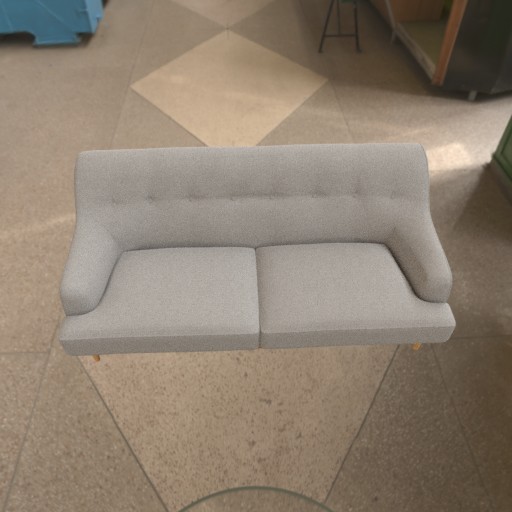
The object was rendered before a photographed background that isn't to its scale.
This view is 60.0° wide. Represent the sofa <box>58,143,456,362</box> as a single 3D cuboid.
[{"bbox_3d":[0.000,0.000,2.523,2.057,0.871,0.978,-2,47,-2],"label":"sofa"}]
